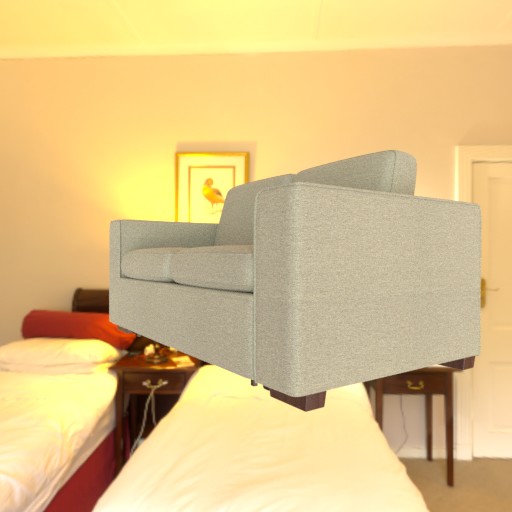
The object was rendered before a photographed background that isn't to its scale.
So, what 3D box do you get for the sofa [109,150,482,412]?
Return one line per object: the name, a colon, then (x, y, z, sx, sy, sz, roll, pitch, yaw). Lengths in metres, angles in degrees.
sofa: (0.000, 0.000, 2.282, 1.007, 0.924, 1.812, 0, 0, -35)
